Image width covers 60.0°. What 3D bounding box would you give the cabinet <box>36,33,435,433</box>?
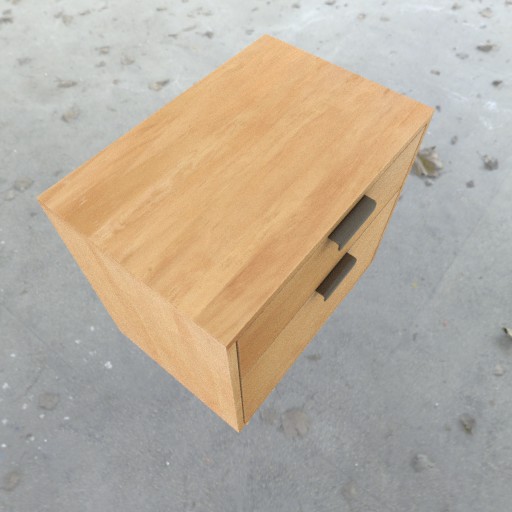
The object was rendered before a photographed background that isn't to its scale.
[{"bbox_3d":[0.000,0.000,0.956,0.394,0.599,0.551,34,63,20],"label":"cabinet"}]
